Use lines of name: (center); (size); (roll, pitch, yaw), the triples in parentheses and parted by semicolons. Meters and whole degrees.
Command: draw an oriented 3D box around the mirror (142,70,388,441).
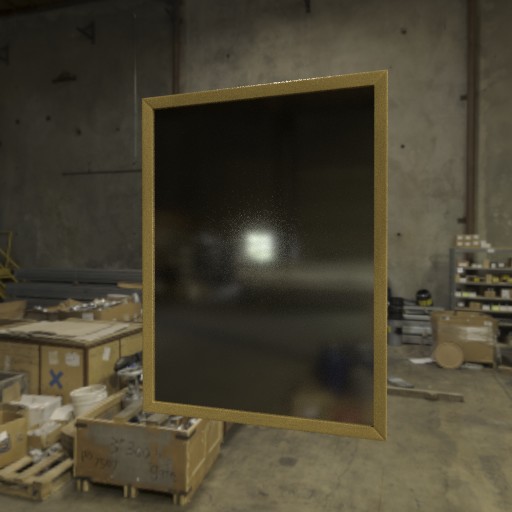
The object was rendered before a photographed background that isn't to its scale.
mirror: (0.000, 0.000, 1.344); (0.762, 1.016, 0.040); (0, 1, 17)
